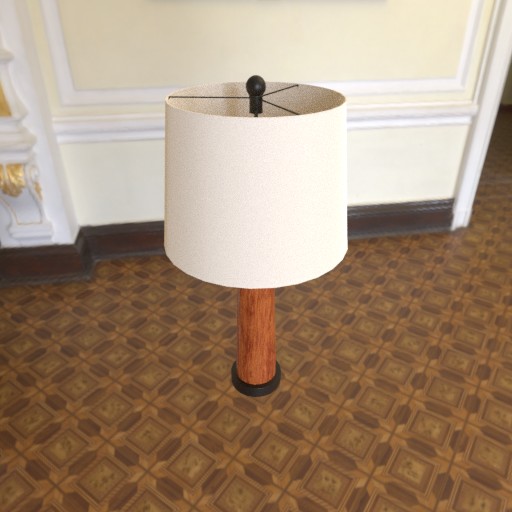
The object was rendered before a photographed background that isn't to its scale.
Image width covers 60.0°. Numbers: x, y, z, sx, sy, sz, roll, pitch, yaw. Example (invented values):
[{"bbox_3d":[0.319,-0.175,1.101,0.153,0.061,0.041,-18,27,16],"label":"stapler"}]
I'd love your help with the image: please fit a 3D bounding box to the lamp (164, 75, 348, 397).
[{"bbox_3d":[0.000,0.000,0.874,0.349,0.667,0.349,0,31,0],"label":"lamp"}]
